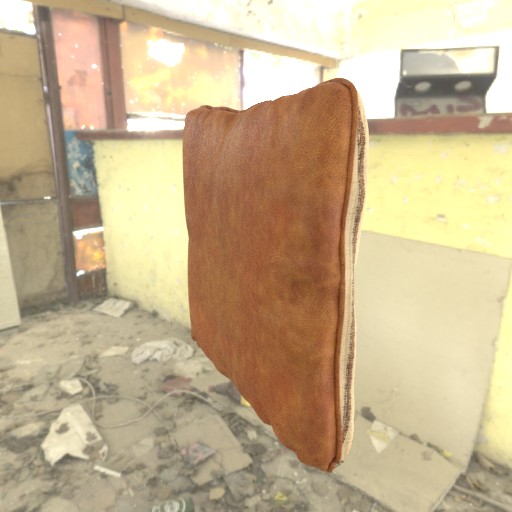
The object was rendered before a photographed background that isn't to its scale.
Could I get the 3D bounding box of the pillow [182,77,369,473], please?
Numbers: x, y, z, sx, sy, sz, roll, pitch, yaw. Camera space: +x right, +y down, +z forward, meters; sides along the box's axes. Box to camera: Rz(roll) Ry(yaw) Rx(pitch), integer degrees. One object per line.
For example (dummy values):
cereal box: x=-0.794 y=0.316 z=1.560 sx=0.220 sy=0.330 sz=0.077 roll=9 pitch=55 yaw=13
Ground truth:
pillow: x=0.000 y=0.000 z=0.715 sx=0.130 sy=0.490 sz=0.489 roll=-7 pitch=16 yaw=-26
